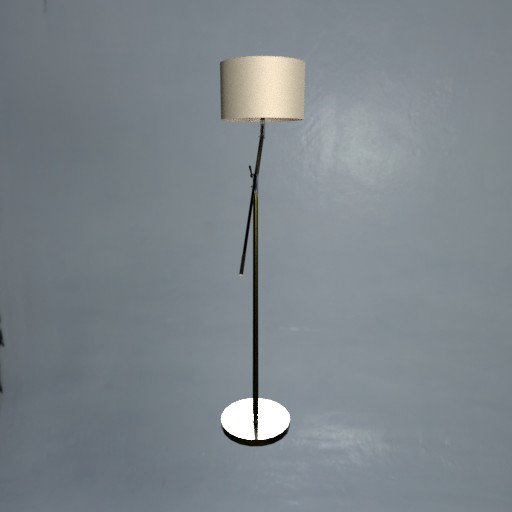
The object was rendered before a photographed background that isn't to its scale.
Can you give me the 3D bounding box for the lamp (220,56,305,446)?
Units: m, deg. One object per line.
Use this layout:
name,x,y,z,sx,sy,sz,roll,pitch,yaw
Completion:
lamp,0.000,0.000,1.930,0.373,1.635,0.809,2,14,7
